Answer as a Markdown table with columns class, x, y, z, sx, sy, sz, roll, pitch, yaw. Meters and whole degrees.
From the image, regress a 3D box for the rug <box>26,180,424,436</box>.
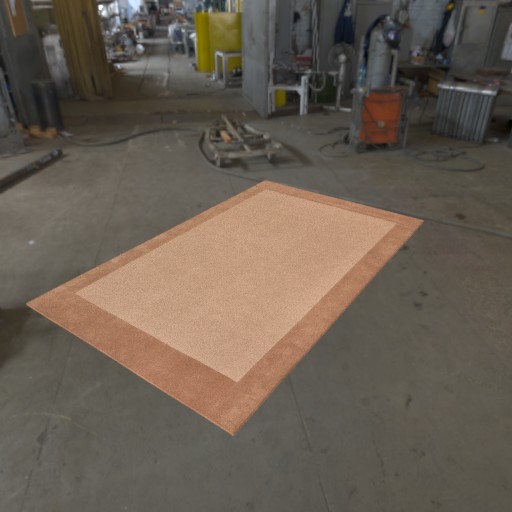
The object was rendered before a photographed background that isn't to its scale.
| class | x | y | z | sx | sy | sz | roll | pitch | yaw |
| --- | --- | --- | --- | --- | --- | --- | --- | --- | --- |
| rug | 0.000 | 0.000 | 3.029 | 1.524 | 0.014 | 2.438 | 20 | 36 | 30 |
